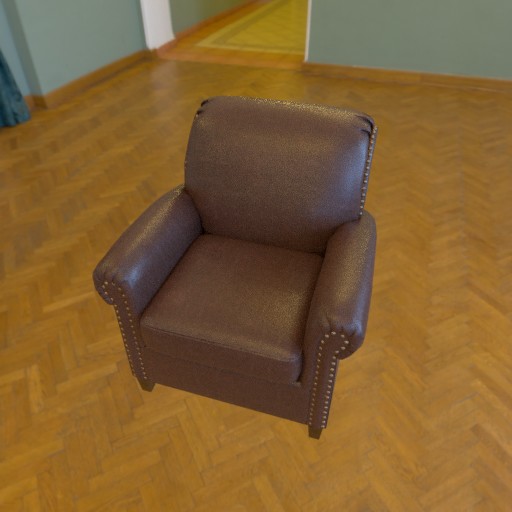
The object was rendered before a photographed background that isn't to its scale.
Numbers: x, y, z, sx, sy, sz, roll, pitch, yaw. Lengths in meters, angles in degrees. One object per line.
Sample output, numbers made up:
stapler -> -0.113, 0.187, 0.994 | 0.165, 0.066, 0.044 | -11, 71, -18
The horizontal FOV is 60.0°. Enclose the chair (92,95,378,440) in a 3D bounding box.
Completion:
chair -> 0.000, 0.000, 1.648 | 0.854, 0.927, 0.890 | 11, 40, 13
